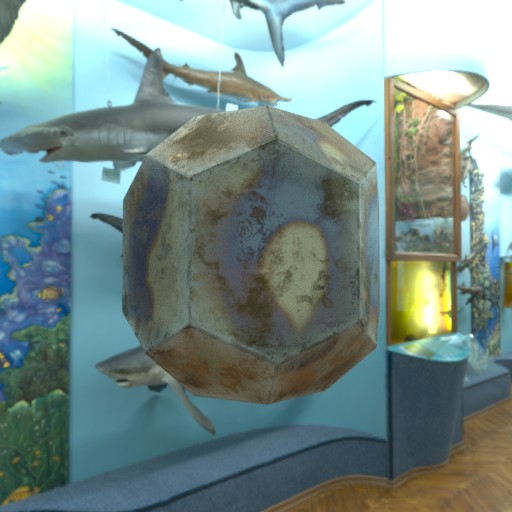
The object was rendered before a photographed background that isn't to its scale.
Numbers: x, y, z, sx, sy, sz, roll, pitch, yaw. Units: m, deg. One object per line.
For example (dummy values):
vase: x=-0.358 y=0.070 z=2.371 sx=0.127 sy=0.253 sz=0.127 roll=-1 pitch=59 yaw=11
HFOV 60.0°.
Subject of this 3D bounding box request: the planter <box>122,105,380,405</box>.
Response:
planter: x=0.000 y=0.000 z=0.417 sx=0.221 sy=0.238 sz=0.243 roll=1 pitch=-2 yaw=-38
